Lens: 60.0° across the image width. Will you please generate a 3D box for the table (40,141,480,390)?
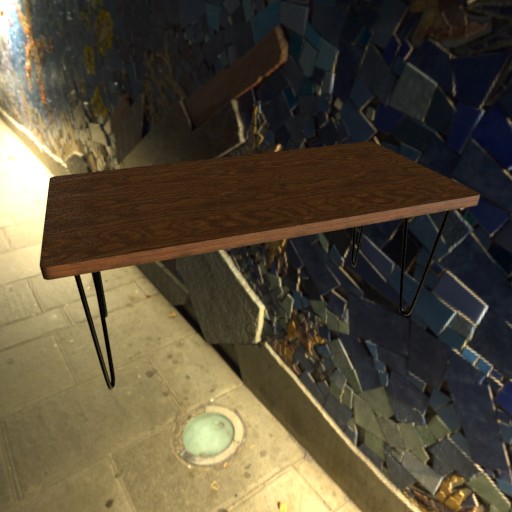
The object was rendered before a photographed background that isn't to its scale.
[{"bbox_3d":[0.000,0.000,2.225,1.791,0.753,0.883,-10,32,-17],"label":"table"}]
